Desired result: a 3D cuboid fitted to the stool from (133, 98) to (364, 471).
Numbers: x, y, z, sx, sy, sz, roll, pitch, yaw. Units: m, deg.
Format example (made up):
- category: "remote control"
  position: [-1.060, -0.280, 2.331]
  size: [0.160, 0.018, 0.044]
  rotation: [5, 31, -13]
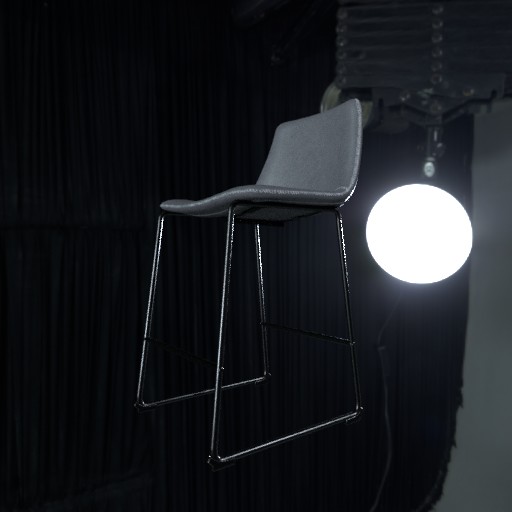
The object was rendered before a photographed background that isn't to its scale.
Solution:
- category: "stool"
  position: [0.000, 0.000, 1.223]
  size: [0.546, 0.876, 0.470]
  rotation: [-1, 1, -37]
